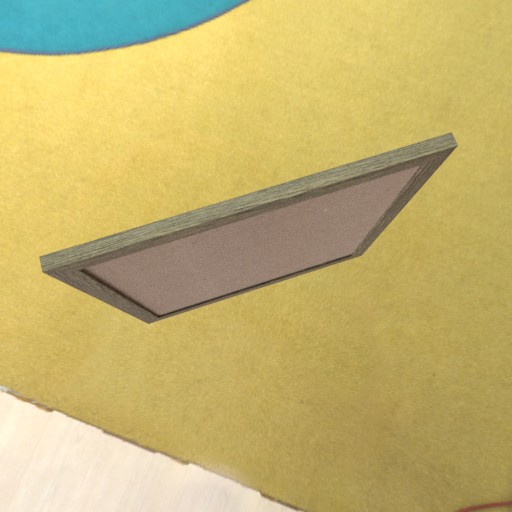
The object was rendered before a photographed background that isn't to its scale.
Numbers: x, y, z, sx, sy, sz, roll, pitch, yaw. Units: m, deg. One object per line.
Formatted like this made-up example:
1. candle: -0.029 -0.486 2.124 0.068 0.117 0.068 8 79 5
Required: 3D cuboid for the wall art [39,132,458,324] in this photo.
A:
1. wall art: 0.000 0.000 0.762 0.508 0.508 0.019 -17 76 -5
